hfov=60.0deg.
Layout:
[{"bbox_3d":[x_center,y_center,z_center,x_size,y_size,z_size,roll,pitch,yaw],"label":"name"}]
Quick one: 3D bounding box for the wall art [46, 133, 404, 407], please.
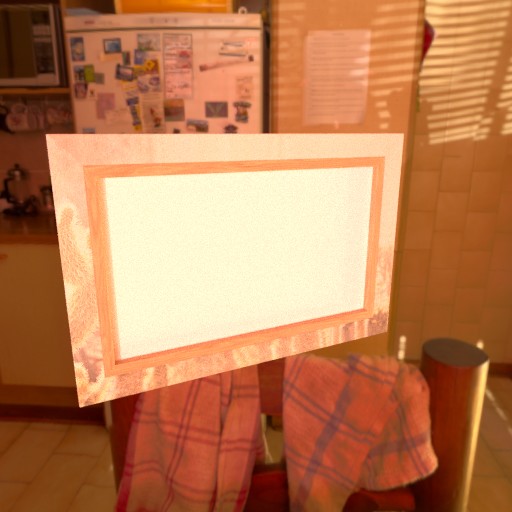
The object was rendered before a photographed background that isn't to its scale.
[{"bbox_3d":[0.000,0.000,1.904,1.525,1.012,0.038,-8,17,-25],"label":"wall art"}]
